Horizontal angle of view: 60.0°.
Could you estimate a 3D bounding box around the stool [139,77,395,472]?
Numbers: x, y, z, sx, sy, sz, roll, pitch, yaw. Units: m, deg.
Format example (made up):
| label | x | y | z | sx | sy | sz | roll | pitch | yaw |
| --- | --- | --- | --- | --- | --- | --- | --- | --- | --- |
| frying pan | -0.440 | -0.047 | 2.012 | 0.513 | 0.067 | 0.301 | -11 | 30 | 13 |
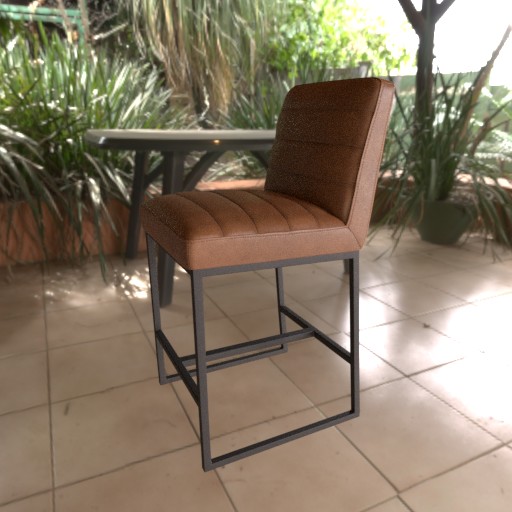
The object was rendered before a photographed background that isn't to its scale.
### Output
| label | x | y | z | sx | sy | sz | roll | pitch | yaw |
| --- | --- | --- | --- | --- | --- | --- | --- | --- | --- |
| stool | 0.000 | 0.000 | 1.258 | 0.556 | 0.940 | 0.458 | -9 | 20 | -25 |
